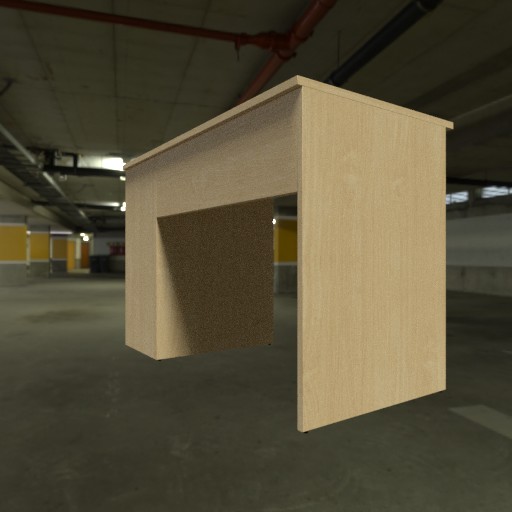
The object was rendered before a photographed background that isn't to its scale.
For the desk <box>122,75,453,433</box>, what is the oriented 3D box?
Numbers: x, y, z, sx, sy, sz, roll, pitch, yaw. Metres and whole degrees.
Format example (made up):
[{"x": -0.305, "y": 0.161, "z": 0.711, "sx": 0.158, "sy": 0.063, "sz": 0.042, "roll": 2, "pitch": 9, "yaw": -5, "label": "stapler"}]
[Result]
[{"x": 0.000, "y": 0.000, "z": 1.510, "sx": 0.560, "sy": 0.735, "sz": 1.097, "roll": 0, "pitch": 0, "yaw": -35, "label": "desk"}]
